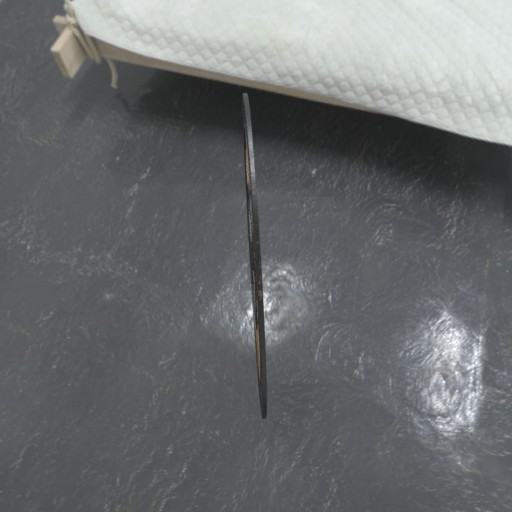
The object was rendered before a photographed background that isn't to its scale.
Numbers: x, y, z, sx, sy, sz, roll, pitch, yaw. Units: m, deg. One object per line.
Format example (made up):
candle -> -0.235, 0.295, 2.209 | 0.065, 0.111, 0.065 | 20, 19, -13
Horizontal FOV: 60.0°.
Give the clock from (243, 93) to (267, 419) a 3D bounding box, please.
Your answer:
clock -> 0.000, 0.000, 1.221 | 0.025, 0.843, 0.843 | -3, 64, -2
